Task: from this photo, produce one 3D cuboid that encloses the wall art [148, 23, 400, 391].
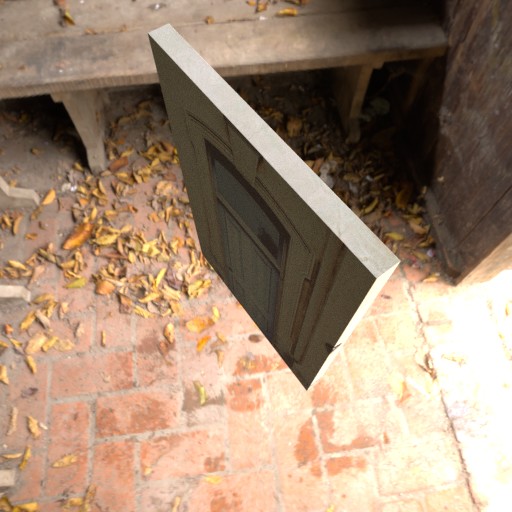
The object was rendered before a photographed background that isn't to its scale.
[{"bbox_3d":[0.000,0.000,0.936,0.038,0.764,0.508,-34,69,-15],"label":"wall art"}]
